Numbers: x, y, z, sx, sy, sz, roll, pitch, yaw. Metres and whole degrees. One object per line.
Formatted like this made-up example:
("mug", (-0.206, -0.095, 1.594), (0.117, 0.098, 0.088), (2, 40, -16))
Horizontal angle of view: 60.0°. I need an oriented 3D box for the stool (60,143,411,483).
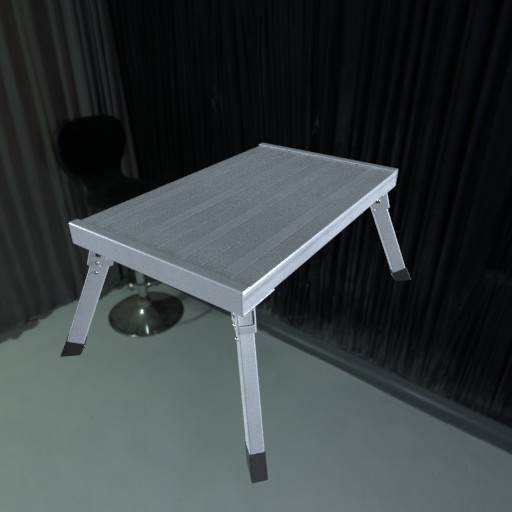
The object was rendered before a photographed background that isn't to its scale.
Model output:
("stool", (0.000, 0.000, 0.727), (0.385, 0.225, 0.535), (19, 35, 30))
